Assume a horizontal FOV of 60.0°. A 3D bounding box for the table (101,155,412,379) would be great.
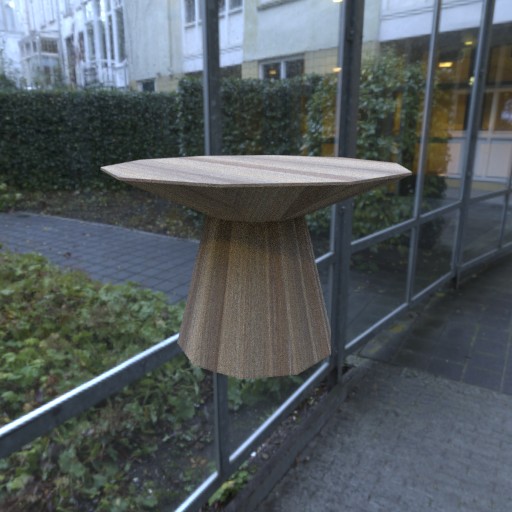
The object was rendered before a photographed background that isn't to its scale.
[{"bbox_3d":[0.000,0.000,1.866,1.186,0.752,1.186,0,17,0],"label":"table"}]
